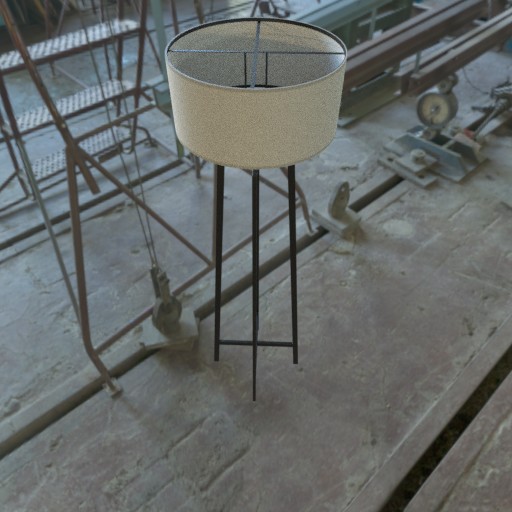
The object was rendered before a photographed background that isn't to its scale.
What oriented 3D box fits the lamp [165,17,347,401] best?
[{"bbox_3d":[0.000,0.000,1.663,0.457,1.510,0.456,2,46,2],"label":"lamp"}]
